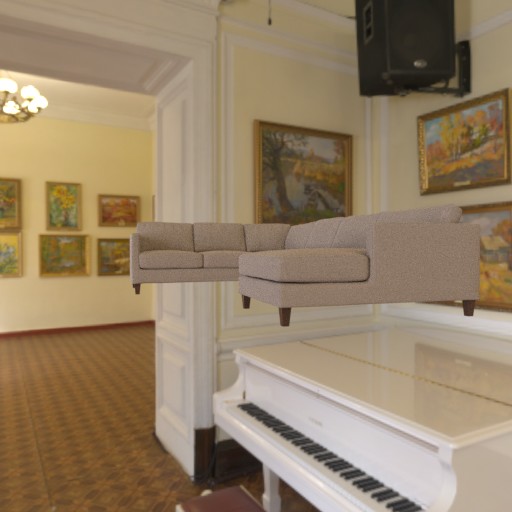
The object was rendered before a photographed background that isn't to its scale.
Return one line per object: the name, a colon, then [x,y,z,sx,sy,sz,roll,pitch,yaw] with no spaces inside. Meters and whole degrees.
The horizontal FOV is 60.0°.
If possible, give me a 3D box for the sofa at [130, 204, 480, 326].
sofa: [0.000,0.000,4.547,2.424,0.865,3.438,0,1,-17]
